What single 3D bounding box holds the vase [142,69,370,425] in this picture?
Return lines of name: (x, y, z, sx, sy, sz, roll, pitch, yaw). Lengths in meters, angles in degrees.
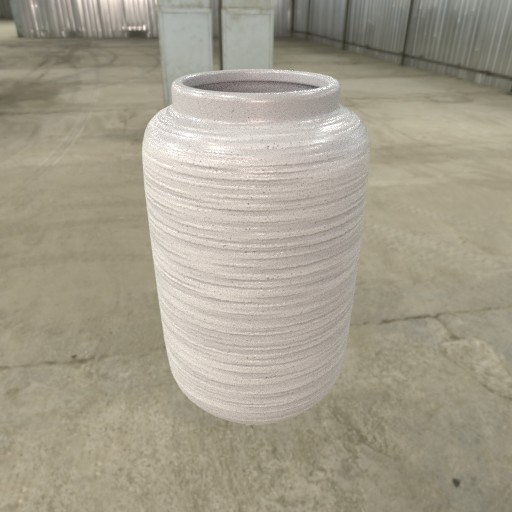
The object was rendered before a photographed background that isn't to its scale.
vase: (0.000, 0.000, 0.449, 0.202, 0.335, 0.202, 0, 30, 0)
